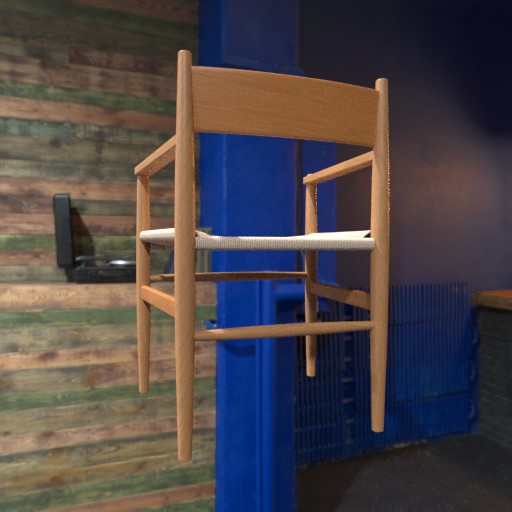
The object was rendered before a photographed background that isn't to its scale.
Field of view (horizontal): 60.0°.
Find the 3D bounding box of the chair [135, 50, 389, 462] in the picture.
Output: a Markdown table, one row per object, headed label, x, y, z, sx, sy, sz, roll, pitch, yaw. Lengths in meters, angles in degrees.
| label | x | y | z | sx | sy | sz | roll | pitch | yaw |
| --- | --- | --- | --- | --- | --- | --- | --- | --- | --- |
| chair | 0.000 | 0.000 | 1.102 | 0.556 | 0.762 | 0.495 | 0 | 1 | -18 |
